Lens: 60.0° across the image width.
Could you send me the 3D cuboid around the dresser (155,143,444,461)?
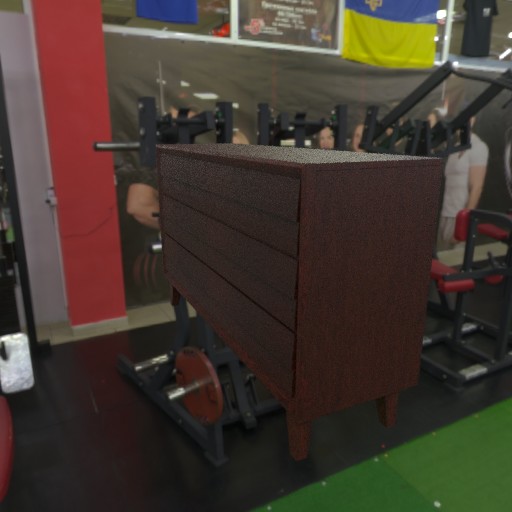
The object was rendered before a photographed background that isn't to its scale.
[{"bbox_3d":[0.000,0.000,2.073,0.499,0.971,1.609,-8,18,-25],"label":"dresser"}]
